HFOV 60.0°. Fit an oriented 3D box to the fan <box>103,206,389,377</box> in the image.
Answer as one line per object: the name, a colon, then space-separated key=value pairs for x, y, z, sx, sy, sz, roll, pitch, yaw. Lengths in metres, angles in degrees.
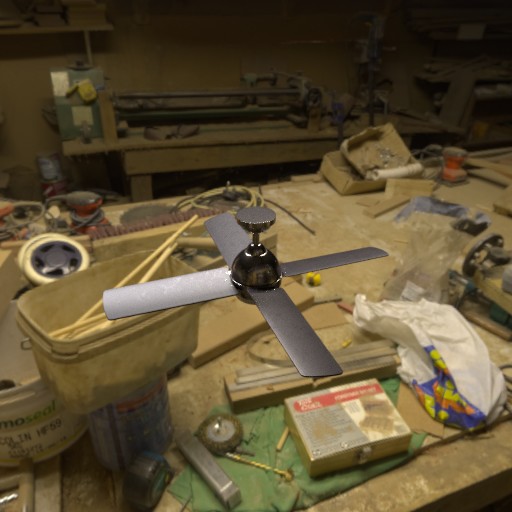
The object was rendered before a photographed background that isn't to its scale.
fan: x=0.000 y=0.000 z=1.963 sx=1.332 sy=0.403 sz=1.332 roll=-10 pitch=32 yaw=-17
